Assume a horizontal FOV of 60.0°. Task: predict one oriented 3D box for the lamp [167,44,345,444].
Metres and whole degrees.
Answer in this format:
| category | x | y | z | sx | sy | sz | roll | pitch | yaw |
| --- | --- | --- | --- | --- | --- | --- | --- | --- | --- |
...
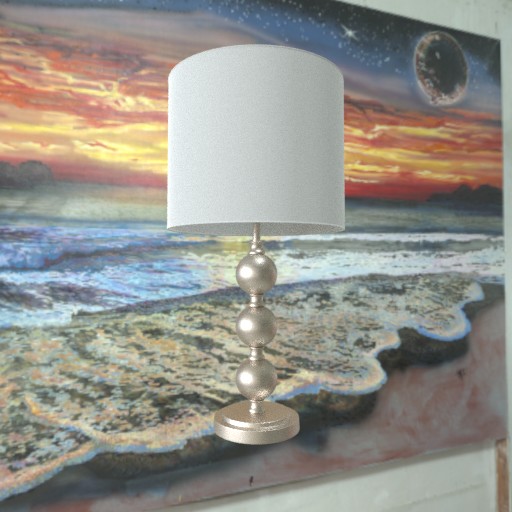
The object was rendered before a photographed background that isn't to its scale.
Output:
| category | x | y | z | sx | sy | sz | roll | pitch | yaw |
| --- | --- | --- | --- | --- | --- | --- | --- | --- | --- |
| lamp | 0.000 | 0.000 | 0.701 | 0.277 | 0.538 | 0.277 | -1 | -1 | 37 |
